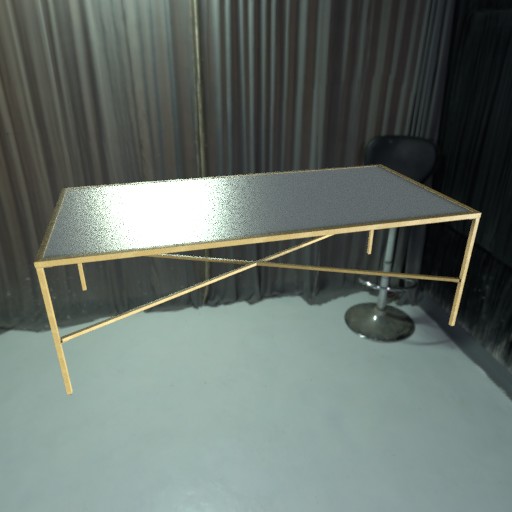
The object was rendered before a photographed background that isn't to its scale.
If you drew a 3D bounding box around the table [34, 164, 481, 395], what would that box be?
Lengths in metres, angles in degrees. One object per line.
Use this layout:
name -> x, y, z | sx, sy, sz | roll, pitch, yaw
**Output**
table -> 0.000, 0.000, 1.490 | 1.206, 0.398, 0.580 | -7, 27, -14
